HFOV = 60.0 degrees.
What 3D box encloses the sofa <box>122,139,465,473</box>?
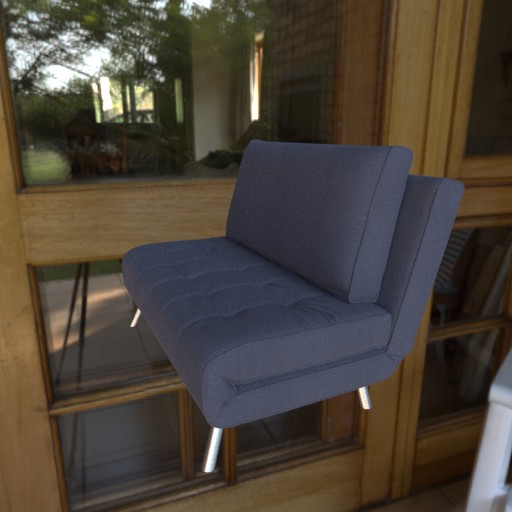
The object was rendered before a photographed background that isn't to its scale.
[{"bbox_3d":[0.000,0.000,1.825,0.910,0.910,1.220,-7,17,-25],"label":"sofa"}]
